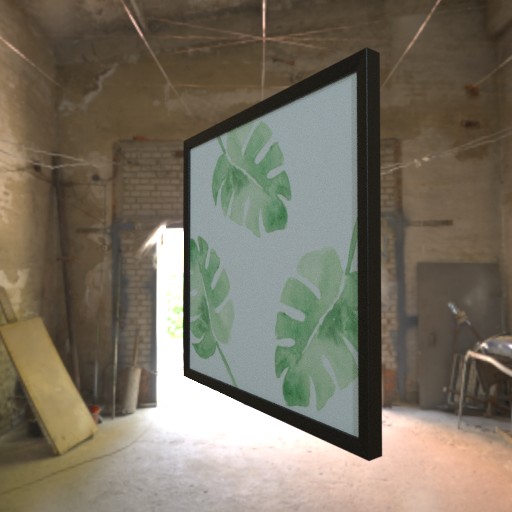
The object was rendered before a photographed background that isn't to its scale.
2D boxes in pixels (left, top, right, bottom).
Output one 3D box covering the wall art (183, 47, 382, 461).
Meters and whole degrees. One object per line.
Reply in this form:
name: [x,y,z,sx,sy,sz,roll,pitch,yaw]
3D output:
wall art: [0.000,0.000,1.140,0.038,0.765,0.765,1,-2,-35]
